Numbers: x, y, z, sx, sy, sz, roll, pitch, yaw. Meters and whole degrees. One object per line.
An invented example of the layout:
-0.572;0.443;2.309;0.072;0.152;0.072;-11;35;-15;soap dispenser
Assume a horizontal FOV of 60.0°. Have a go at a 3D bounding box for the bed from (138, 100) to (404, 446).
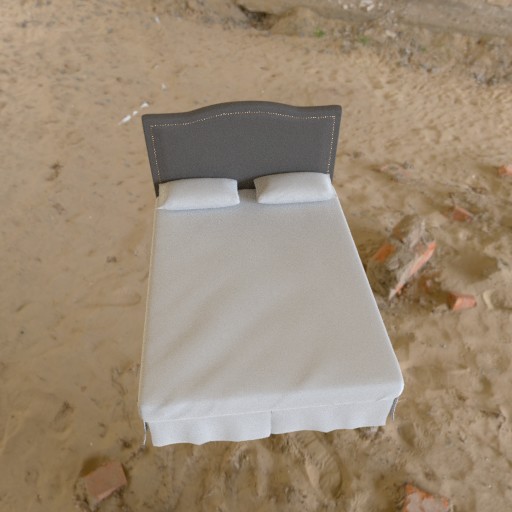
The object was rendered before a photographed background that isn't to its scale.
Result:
0.000;0.000;3.443;1.821;1.436;2.282;-4;46;-4;bed
